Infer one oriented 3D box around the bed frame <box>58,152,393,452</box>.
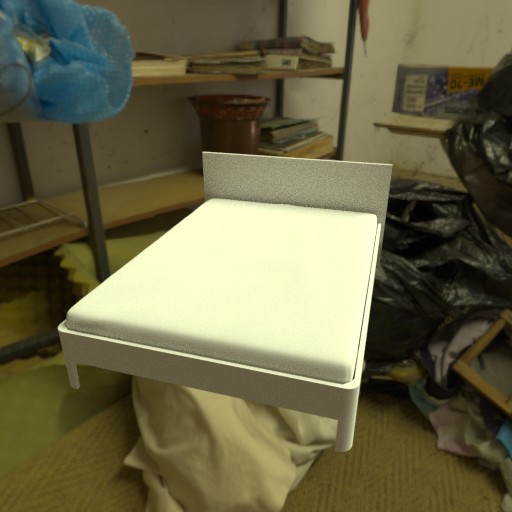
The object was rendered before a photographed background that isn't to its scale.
[{"bbox_3d":[0.000,0.000,2.757,1.490,0.800,1.950,7,26,15],"label":"bed frame"}]
